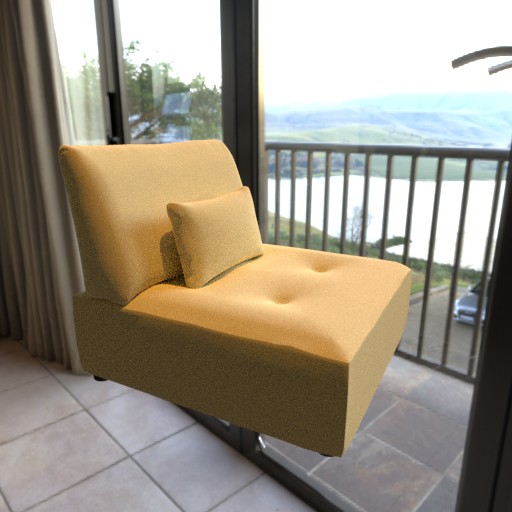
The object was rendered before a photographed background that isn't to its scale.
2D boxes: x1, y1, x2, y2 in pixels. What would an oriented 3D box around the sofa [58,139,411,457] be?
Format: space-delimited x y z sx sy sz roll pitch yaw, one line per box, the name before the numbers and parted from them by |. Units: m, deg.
sofa | 0.000 0.000 1.663 1.000 0.820 0.930 8 18 27
